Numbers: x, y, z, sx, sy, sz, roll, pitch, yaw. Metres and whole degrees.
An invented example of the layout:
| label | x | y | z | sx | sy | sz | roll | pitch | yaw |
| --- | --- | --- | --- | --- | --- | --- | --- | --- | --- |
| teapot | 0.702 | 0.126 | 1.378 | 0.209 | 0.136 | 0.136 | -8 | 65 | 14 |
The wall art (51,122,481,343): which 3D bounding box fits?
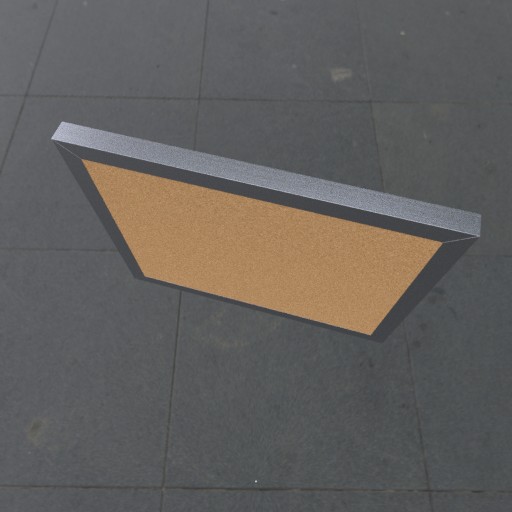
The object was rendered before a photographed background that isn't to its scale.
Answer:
| label | x | y | z | sx | sy | sz | roll | pitch | yaw |
| --- | --- | --- | --- | --- | --- | --- | --- | --- | --- |
| wall art | 0.000 | 0.000 | 0.766 | 0.557 | 0.456 | 0.032 | 14 | 64 | 7 |
